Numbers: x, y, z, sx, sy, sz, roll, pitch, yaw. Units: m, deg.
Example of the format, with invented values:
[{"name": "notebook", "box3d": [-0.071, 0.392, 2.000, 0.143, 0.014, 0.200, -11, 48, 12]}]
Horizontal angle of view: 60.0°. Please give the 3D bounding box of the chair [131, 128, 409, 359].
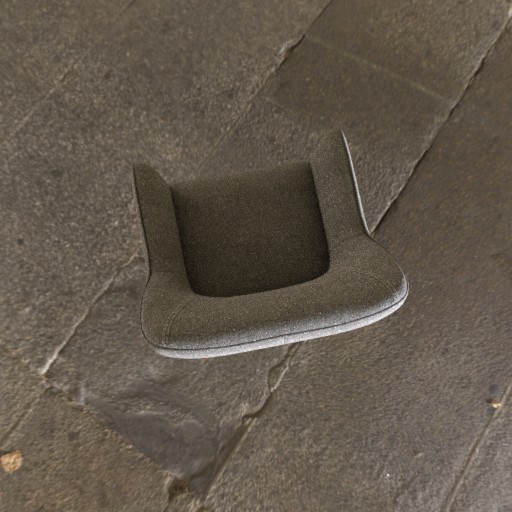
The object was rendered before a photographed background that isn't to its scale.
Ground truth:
[{"name": "chair", "box3d": [0.000, 0.000, 1.185, 0.543, 0.803, 0.519, -10, 75, -3]}]
